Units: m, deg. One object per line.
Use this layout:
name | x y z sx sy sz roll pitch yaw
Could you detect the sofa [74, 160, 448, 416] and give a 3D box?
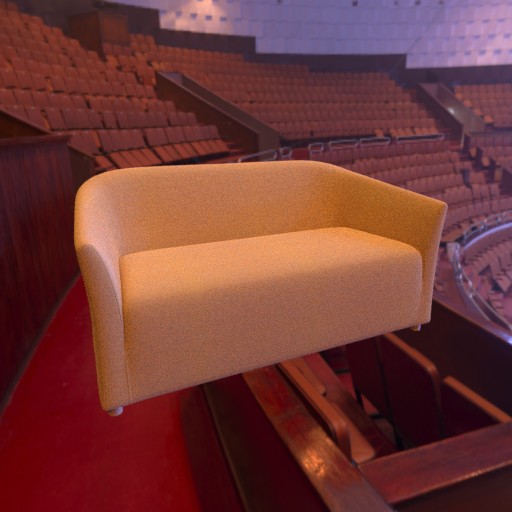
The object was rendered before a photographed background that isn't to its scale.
sofa | 0.000 0.000 1.876 1.452 0.721 0.705 -8 19 -26
